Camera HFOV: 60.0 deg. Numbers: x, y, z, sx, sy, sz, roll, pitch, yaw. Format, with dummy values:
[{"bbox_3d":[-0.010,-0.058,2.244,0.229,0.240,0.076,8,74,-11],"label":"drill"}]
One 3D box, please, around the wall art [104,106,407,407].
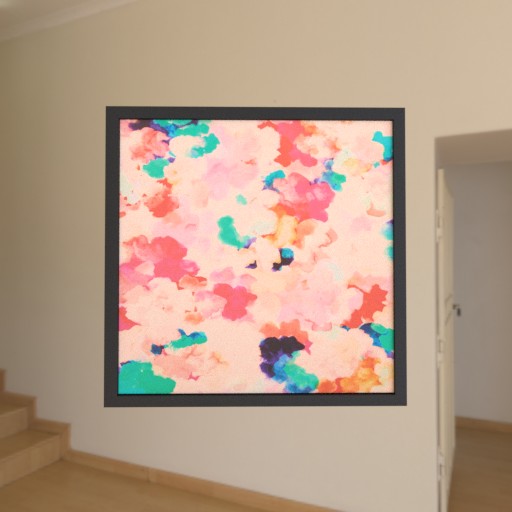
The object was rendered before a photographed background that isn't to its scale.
[{"bbox_3d":[0.000,0.000,0.762,0.506,0.503,0.036,0,-1,-1],"label":"wall art"}]
